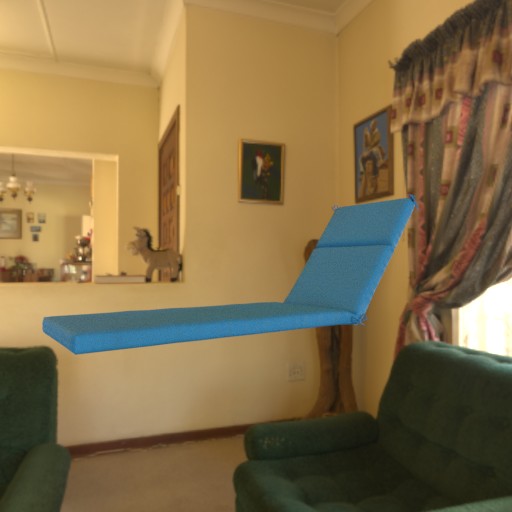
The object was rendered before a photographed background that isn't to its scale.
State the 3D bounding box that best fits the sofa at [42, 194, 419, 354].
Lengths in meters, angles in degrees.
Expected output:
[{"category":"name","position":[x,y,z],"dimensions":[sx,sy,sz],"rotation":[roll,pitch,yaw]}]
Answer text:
[{"category":"sofa","position":[0.000,0.000,1.979],"dimensions":[1.663,0.622,0.582],"rotation":[1,-1,-35]}]
